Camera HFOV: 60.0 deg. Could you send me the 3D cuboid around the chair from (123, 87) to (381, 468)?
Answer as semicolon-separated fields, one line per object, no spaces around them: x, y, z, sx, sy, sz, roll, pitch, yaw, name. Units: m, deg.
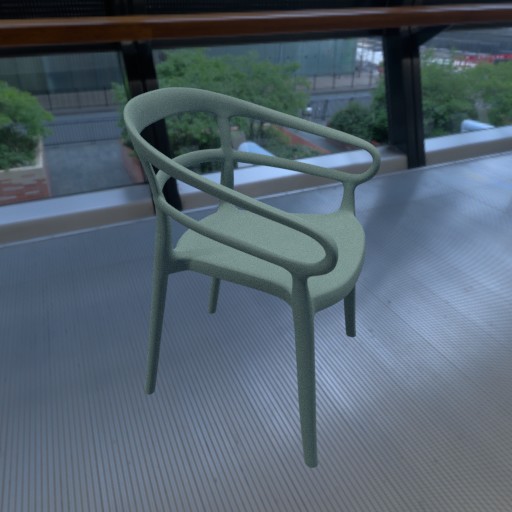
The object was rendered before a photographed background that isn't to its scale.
0.000;0.000;1.123;0.527;0.761;0.559;11;32;18;chair
